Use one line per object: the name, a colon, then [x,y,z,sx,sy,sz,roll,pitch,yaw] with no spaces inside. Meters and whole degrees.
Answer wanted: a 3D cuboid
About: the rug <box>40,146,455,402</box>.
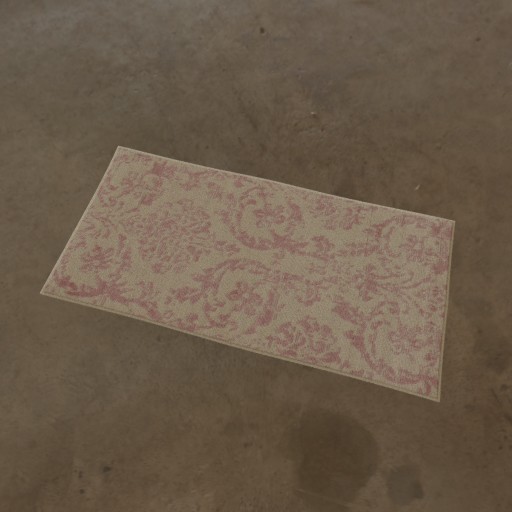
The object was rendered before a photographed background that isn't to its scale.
rug: [0.000,0.000,1.427,1.219,0.007,0.604,14,64,7]
